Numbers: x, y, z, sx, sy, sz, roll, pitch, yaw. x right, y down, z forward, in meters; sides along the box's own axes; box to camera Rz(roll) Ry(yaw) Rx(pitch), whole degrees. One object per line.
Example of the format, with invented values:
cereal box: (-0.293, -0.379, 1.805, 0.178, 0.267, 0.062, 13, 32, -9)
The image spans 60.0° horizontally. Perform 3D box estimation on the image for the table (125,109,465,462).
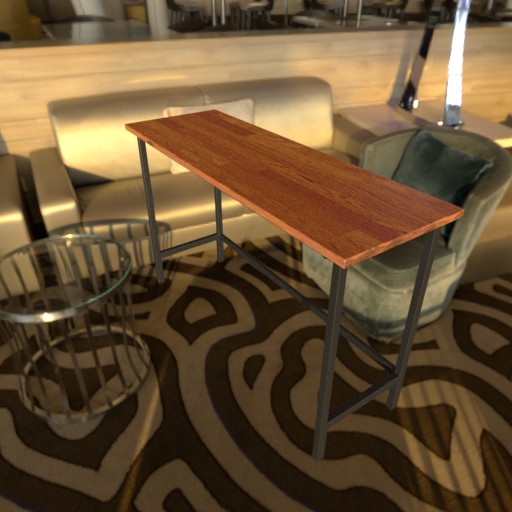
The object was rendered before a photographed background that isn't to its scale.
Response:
table: (0.000, 0.000, 1.599, 0.408, 0.740, 1.204, -20, 37, -29)
